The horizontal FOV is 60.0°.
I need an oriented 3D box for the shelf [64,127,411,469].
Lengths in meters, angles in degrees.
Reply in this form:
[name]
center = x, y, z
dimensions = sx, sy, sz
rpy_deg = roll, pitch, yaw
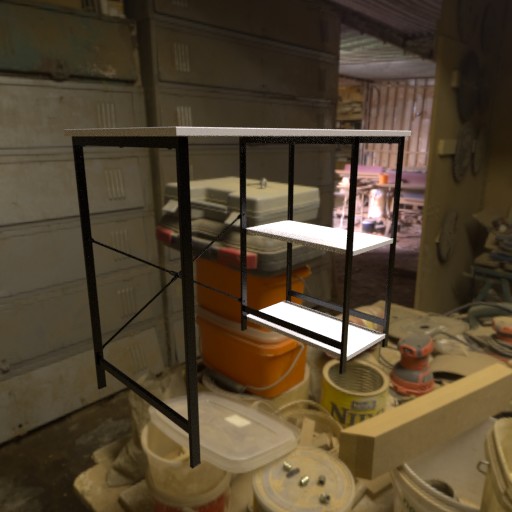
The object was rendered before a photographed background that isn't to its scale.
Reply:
[shelf]
center = 0.000, 0.000, 1.375
dimensions = 0.902, 0.750, 0.498
rpy_deg = -14, 21, -43
